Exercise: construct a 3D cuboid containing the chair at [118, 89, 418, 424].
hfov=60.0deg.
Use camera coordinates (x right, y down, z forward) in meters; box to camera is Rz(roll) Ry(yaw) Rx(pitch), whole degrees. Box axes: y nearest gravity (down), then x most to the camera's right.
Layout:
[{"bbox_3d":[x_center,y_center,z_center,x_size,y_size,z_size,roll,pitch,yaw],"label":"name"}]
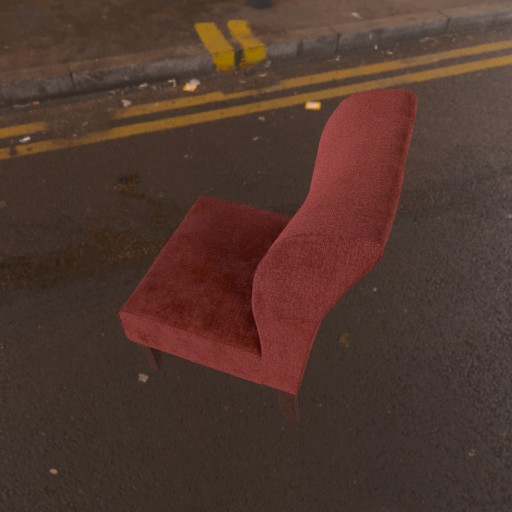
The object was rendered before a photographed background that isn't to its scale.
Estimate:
[{"bbox_3d":[0.000,0.000,1.243,0.640,0.846,0.538,16,50,14],"label":"chair"}]
